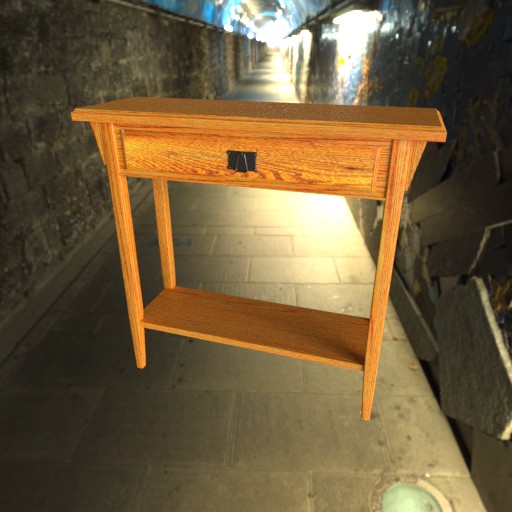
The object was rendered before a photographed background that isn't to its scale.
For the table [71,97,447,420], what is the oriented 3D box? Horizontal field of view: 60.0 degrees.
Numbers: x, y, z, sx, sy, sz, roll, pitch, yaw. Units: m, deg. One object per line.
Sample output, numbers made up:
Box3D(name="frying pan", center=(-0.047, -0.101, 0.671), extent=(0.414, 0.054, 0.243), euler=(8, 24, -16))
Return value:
Box3D(name="table", center=(0.000, 0.000, 1.117), extent=(0.762, 0.711, 0.254), euler=(8, 27, 16))
